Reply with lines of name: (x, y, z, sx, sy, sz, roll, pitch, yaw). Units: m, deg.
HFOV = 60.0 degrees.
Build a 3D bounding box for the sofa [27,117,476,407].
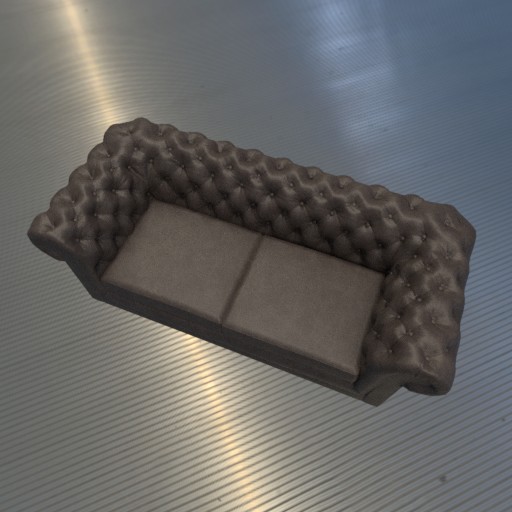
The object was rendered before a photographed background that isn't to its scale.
sofa: (0.000, 0.000, 2.411, 2.048, 0.779, 0.944, 19, 61, 11)
